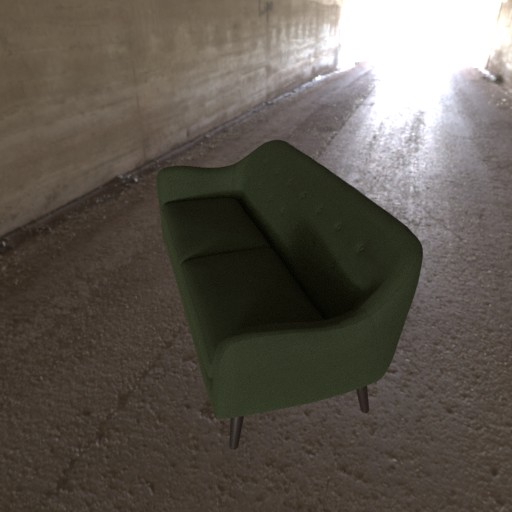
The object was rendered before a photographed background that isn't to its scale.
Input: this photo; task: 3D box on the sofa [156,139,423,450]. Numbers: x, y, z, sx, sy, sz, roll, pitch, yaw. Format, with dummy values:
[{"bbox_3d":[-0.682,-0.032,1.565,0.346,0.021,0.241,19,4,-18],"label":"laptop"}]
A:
[{"bbox_3d":[0.000,0.000,2.293,0.820,0.836,1.840,-9,30,-15],"label":"sofa"}]
